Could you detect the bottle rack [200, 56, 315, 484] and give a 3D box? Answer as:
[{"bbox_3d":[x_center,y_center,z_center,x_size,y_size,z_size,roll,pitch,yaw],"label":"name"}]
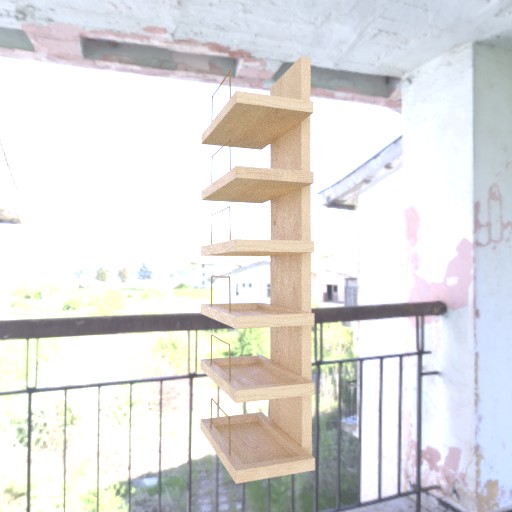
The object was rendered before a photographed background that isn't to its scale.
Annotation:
[{"bbox_3d":[0.000,0.000,1.106,0.206,0.943,0.330,1,-2,-20],"label":"bottle rack"}]
